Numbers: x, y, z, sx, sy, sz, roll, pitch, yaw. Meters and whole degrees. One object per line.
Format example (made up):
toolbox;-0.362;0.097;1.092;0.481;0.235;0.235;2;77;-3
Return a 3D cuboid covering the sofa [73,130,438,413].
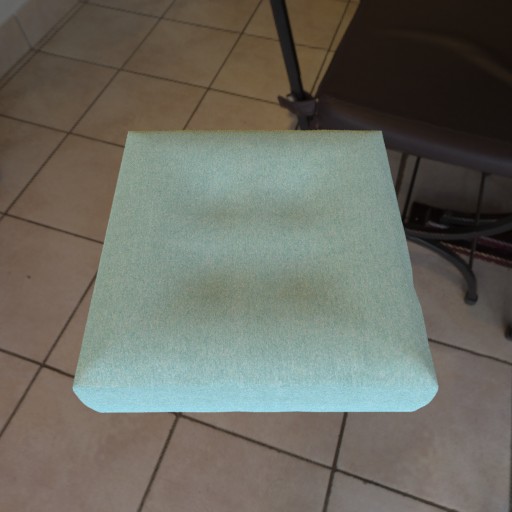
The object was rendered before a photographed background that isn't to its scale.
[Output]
sofa;0.000;0.000;1.436;0.930;0.330;0.930;0;58;0
